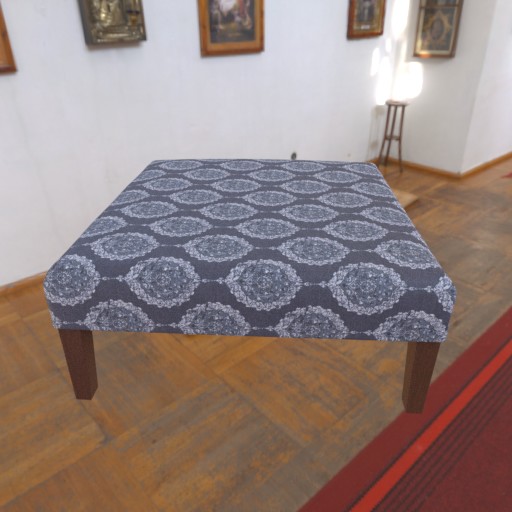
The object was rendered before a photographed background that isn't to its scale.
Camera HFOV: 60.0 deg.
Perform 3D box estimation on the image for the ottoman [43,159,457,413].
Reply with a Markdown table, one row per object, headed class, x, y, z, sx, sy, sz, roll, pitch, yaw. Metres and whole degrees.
| class | x | y | z | sx | sy | sz | roll | pitch | yaw |
| --- | --- | --- | --- | --- | --- | --- | --- | --- | --- |
| ottoman | 0.000 | 0.000 | 1.397 | 0.890 | 0.409 | 0.889 | 1 | 28 | 3 |
